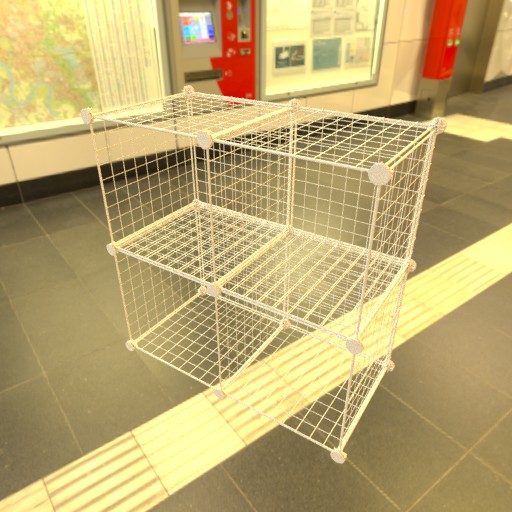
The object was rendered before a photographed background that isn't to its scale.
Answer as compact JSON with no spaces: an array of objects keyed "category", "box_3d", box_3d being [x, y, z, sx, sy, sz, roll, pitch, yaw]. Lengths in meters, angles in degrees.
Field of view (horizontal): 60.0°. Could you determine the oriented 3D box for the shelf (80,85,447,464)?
[{"category":"shelf","box_3d":[0.000,0.000,1.130,0.711,0.711,0.356,18,35,28]}]
